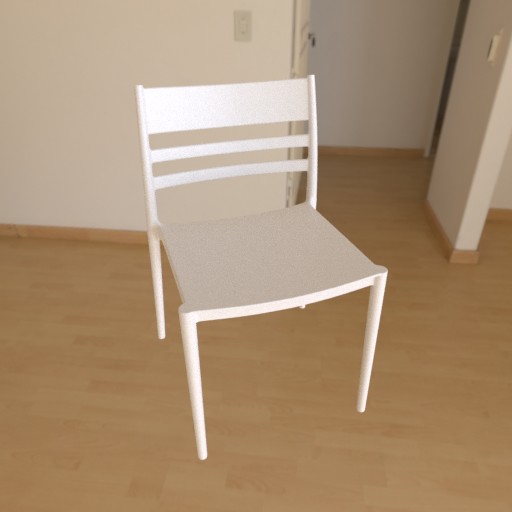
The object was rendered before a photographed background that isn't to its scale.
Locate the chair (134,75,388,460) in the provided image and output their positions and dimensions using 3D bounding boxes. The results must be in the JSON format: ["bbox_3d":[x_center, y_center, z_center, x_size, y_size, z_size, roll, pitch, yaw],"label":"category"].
[{"bbox_3d":[0.000,0.000,1.154,0.531,0.800,0.511,-10,33,-16],"label":"chair"}]
